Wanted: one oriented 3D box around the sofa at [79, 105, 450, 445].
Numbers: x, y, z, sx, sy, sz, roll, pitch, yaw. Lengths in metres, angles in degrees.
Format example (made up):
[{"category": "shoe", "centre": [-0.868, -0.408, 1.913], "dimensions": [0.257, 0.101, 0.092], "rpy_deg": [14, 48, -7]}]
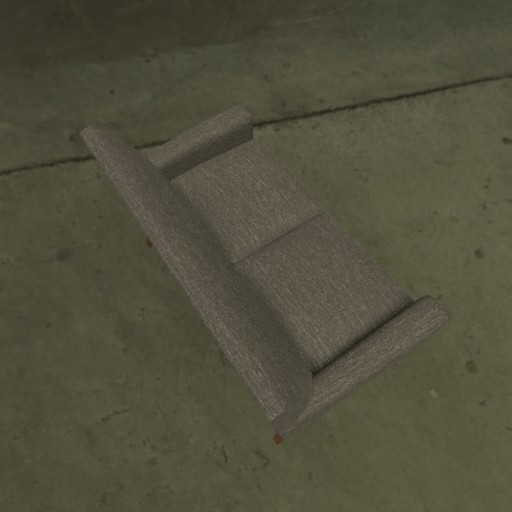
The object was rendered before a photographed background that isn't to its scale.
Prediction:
[{"category": "sofa", "centre": [0.000, 0.000, 2.071], "dimensions": [0.867, 0.905, 1.509], "rpy_deg": [-30, 62, -17]}]
